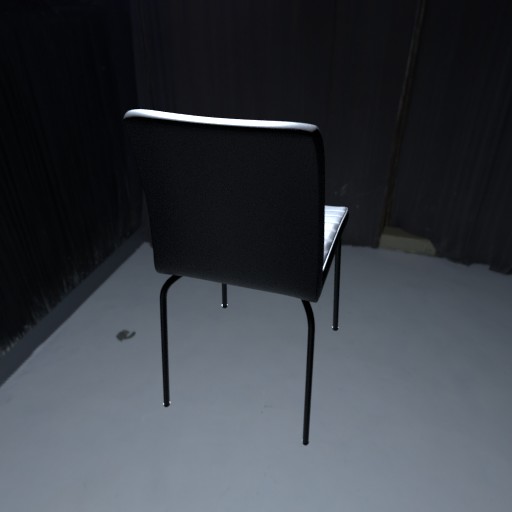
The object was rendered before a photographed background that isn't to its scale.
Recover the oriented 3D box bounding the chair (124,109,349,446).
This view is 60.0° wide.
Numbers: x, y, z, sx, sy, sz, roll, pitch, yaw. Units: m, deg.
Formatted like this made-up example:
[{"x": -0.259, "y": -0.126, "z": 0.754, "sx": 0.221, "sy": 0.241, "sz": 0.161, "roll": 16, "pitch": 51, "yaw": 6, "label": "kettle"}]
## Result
[{"x": 0.000, "y": 0.000, "z": 1.209, "sx": 0.450, "sy": 0.872, "sz": 0.572, "roll": 9, "pitch": 33, "yaw": 15, "label": "chair"}]
